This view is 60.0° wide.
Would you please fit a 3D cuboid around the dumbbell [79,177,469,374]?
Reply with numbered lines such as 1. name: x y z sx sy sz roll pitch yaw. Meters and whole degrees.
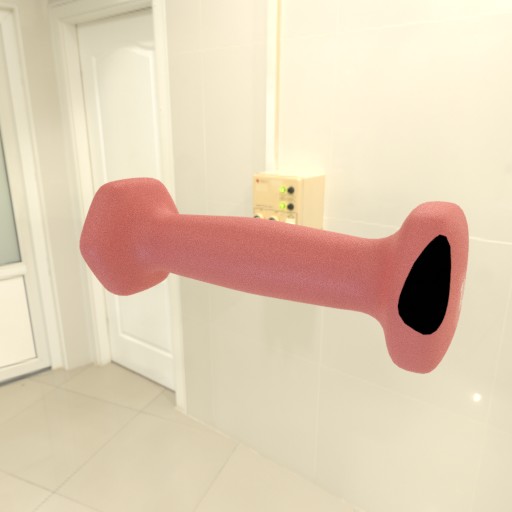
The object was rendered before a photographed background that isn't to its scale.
1. dumbbell: 0.000 0.000 0.143 0.123 0.043 0.047 10 19 28
